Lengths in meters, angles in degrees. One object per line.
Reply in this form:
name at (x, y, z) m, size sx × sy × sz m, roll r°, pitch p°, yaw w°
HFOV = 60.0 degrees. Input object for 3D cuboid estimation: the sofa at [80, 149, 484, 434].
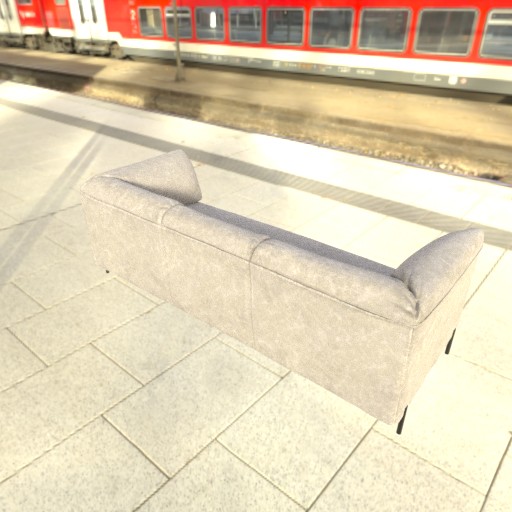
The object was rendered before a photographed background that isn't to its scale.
sofa at (0.000, 0.000, 2.647) m, size 2.238 × 0.758 × 0.899 m, roll 22°, pitch 36°, yaw 33°
